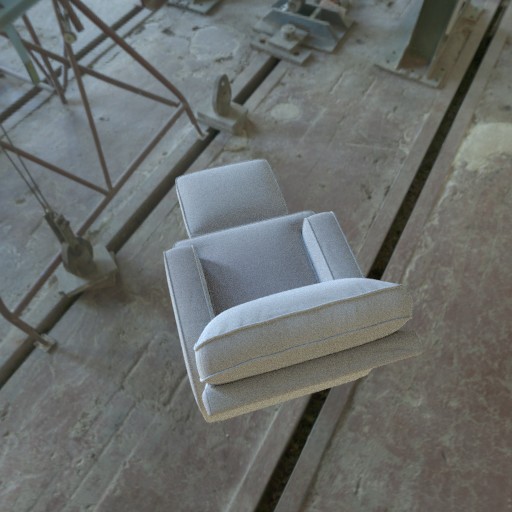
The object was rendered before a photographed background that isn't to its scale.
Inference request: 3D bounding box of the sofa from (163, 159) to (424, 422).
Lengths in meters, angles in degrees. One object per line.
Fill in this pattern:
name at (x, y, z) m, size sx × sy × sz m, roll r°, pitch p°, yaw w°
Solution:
sofa at (0.000, 0.000, 2.102) m, size 0.861 × 0.959 × 1.472 m, roll -14°, pitch 59°, yaw -9°
